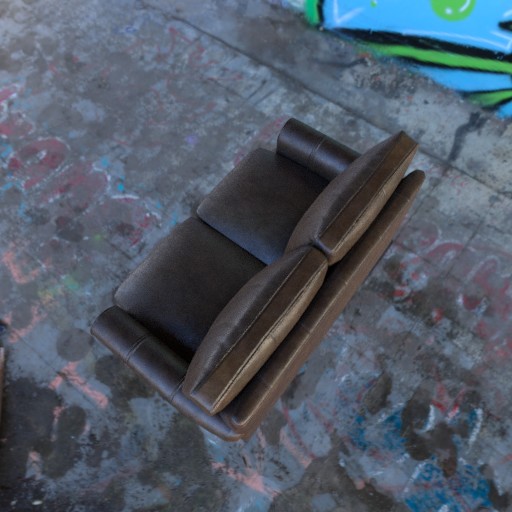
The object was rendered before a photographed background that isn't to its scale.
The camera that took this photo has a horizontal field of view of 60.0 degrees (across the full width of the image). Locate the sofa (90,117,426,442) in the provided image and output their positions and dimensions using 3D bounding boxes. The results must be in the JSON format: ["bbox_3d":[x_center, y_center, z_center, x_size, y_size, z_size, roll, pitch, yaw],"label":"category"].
[{"bbox_3d":[0.000,0.000,2.275,0.990,0.976,1.616,34,68,16],"label":"sofa"}]
